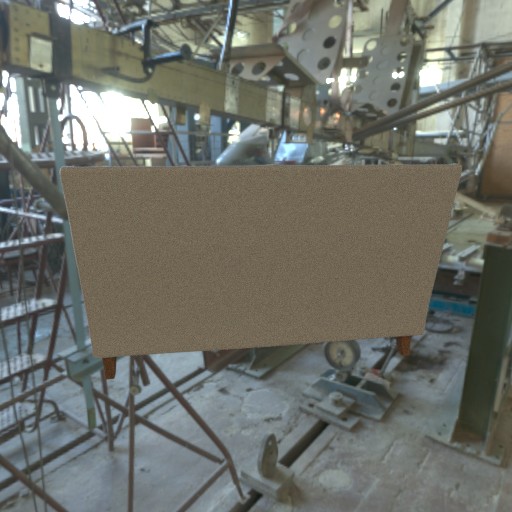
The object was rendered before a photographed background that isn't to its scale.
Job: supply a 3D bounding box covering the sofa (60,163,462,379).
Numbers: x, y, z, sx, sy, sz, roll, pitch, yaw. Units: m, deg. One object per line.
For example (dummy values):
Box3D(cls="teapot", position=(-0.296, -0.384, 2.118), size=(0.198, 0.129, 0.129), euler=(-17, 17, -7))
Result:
Box3D(cls="sofa", position=(0.000, 0.000, 2.118), size=(1.482, 0.890, 0.888), euler=(-2, 14, -9))
